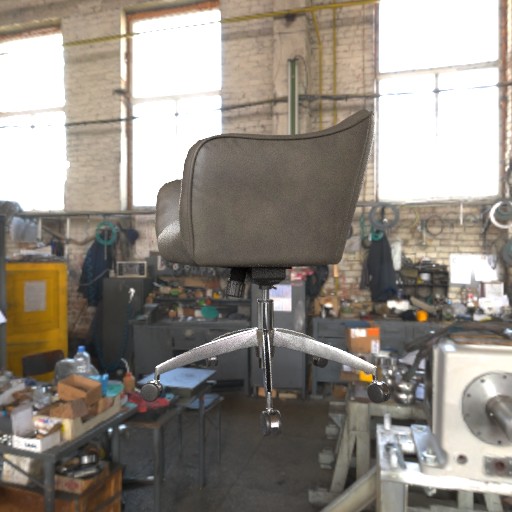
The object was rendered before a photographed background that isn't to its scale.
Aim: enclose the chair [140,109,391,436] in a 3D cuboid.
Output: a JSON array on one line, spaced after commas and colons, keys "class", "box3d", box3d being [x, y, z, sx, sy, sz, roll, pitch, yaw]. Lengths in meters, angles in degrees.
[{"class": "chair", "box3d": [0.000, 0.000, 1.360, 0.689, 0.827, 0.713, 0, 0, -18]}]
